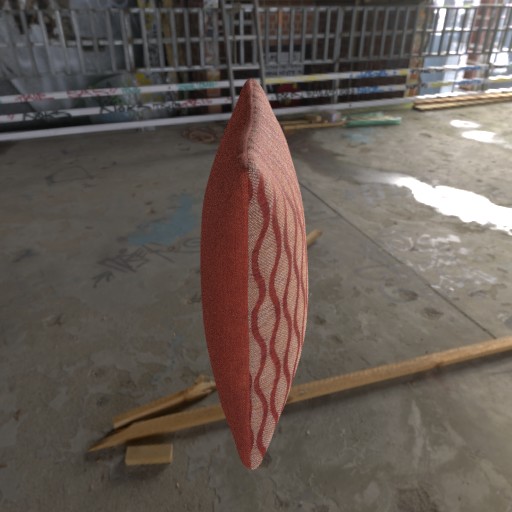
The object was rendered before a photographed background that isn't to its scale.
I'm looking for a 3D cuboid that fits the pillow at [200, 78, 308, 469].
[{"bbox_3d":[0.000,0.000,0.664,0.159,0.434,0.429,-1,31,-1],"label":"pillow"}]
